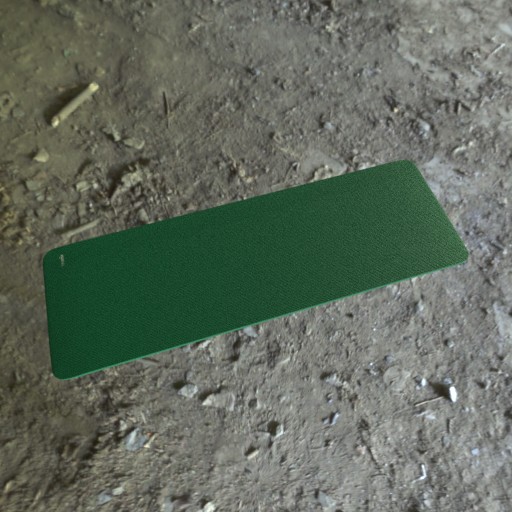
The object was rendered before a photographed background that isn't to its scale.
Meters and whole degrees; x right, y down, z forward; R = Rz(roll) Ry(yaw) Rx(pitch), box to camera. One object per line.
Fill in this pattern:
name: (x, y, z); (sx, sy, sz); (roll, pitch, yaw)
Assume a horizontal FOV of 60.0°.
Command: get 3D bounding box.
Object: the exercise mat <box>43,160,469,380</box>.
exercise mat: (0.000, 0.000, 2.015); (1.869, 0.021, 0.616); (-15, 64, -8)
